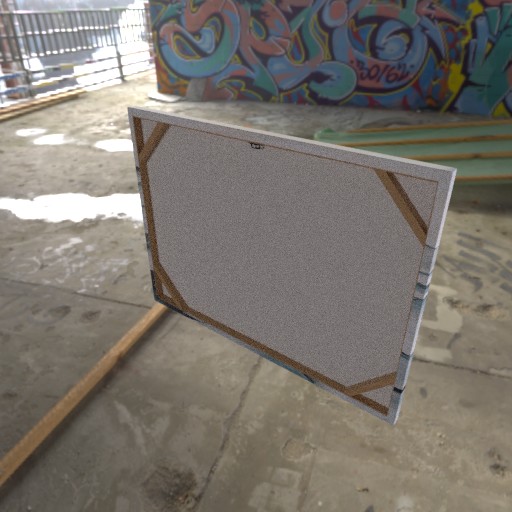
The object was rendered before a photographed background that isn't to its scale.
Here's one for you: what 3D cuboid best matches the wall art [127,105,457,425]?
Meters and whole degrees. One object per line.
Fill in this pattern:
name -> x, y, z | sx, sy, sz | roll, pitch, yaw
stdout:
wall art -> 0.000, 0.000, 1.629 | 1.219, 0.915, 0.039 | 21, 36, 31
